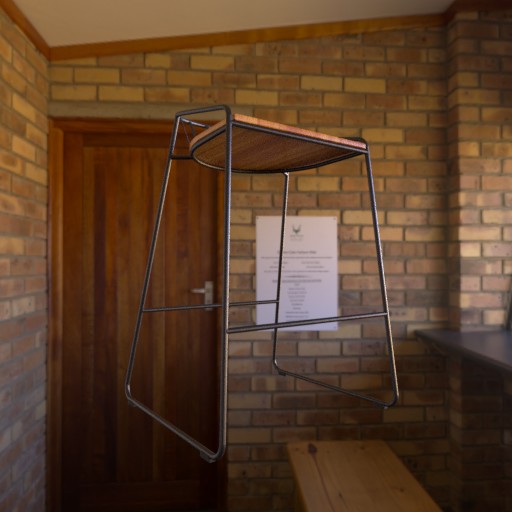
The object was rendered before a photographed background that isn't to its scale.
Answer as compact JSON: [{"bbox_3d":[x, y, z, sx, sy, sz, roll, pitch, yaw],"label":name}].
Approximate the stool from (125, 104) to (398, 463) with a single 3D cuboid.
[{"bbox_3d":[0.000,0.000,1.204,0.546,0.812,0.521,0,-1,-36],"label":"stool"}]
